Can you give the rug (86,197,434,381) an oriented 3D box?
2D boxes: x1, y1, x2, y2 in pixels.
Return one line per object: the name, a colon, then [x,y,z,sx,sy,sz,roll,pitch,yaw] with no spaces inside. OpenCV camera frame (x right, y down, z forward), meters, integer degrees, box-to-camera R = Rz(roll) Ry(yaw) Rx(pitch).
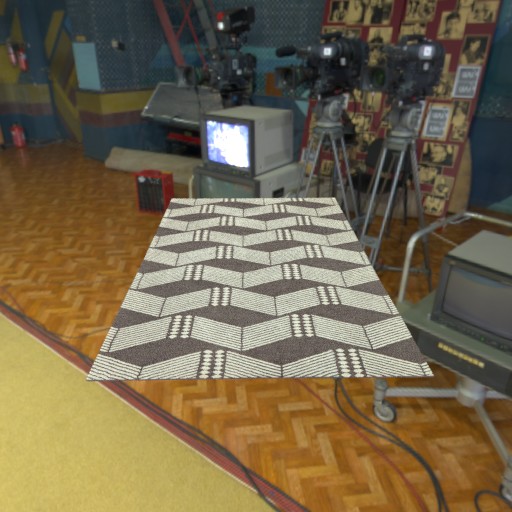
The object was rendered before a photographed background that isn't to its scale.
rug: [0.000,0.000,3.021,1.517,0.011,2.435,0,26,-1]
